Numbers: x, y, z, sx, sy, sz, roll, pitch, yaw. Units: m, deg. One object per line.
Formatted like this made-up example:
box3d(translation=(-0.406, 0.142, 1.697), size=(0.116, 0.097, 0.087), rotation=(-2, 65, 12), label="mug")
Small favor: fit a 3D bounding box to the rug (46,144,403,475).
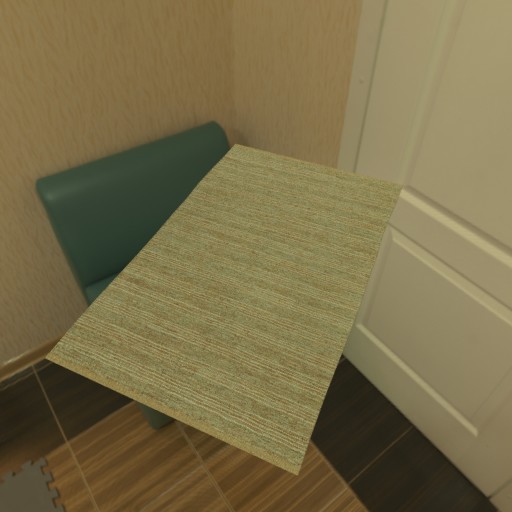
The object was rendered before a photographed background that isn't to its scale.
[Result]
box3d(translation=(0.000, 0.000, 3.069), size=(1.540, 0.012, 2.448), rotation=(18, 49, 17), label="rug")
